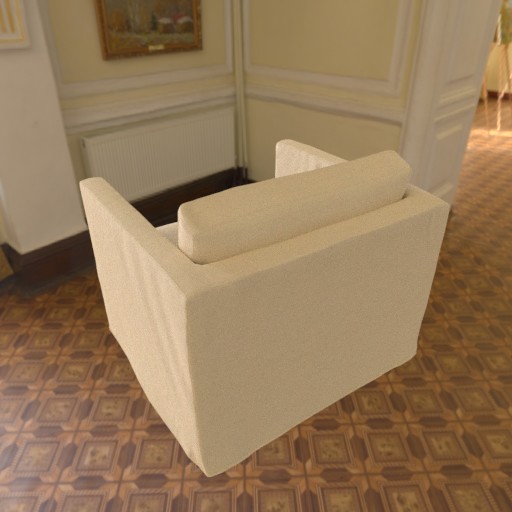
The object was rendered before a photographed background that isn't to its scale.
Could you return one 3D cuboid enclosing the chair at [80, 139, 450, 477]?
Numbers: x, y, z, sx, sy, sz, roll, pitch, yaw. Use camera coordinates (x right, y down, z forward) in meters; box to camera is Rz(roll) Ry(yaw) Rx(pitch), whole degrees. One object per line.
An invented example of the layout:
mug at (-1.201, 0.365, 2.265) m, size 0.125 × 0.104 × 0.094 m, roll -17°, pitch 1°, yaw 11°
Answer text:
chair at (0.000, 0.000, 1.748) m, size 1.057 × 0.851 × 0.947 m, roll -19°, pitch 35°, yaw -29°
